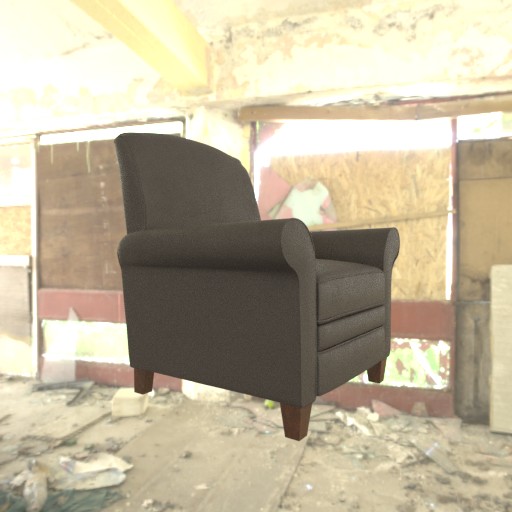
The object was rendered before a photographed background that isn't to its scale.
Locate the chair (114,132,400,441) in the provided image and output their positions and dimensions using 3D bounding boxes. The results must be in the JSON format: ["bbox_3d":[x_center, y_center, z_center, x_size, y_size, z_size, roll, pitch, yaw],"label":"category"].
[{"bbox_3d":[0.000,0.000,1.815,0.902,1.061,0.978,1,2,36],"label":"chair"}]
